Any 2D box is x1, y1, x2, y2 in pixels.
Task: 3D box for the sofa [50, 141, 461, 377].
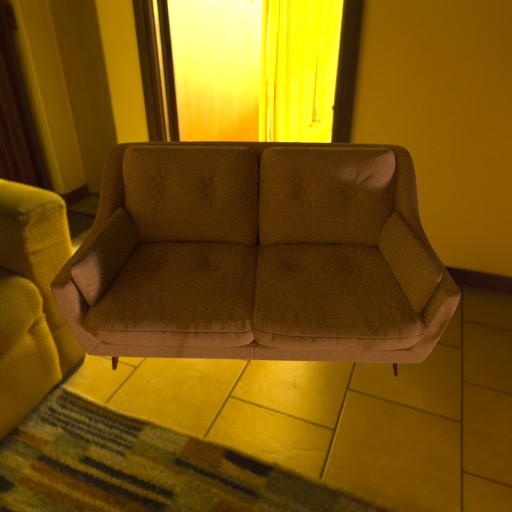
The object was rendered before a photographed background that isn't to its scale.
[{"bbox_3d":[0.000,0.000,2.182,1.652,0.888,0.965,1,31,2],"label":"sofa"}]
